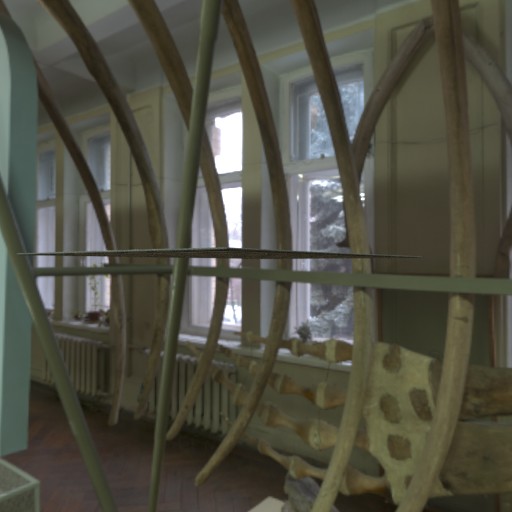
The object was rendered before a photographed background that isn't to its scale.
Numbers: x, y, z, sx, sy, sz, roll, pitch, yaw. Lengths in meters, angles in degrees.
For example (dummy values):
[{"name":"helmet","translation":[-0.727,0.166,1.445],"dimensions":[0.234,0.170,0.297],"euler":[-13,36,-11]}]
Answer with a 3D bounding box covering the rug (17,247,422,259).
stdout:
[{"name":"rug","translation":[0.000,0.000,3.040],"dimensions":[1.554,0.011,2.476],"euler":[-1,-1,36]}]
